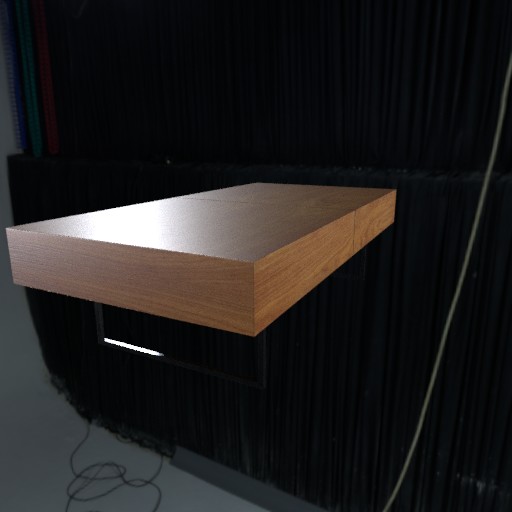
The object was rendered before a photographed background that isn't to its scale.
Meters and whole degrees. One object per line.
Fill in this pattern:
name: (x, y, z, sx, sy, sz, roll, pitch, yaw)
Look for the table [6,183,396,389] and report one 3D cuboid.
table: (0.000, 0.000, 1.384, 0.610, 0.330, 1.194, 7, 16, 26)
